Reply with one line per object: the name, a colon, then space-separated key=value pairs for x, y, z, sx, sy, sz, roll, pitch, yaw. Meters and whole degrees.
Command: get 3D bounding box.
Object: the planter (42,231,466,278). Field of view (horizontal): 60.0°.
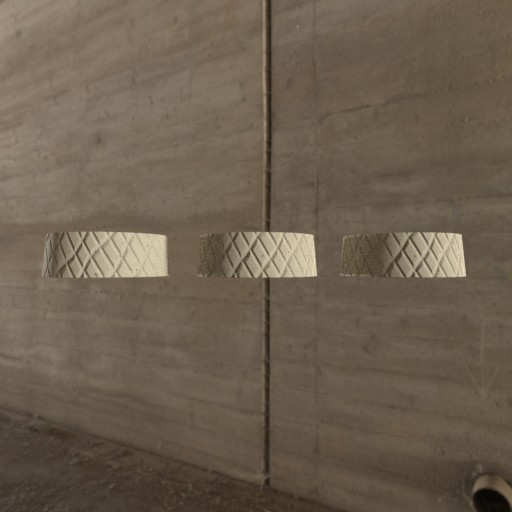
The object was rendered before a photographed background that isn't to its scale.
planter: x=0.000 y=0.000 z=0.420 sx=0.390 sy=0.038 sz=0.114 roll=0 pitch=-1 yaw=-2
